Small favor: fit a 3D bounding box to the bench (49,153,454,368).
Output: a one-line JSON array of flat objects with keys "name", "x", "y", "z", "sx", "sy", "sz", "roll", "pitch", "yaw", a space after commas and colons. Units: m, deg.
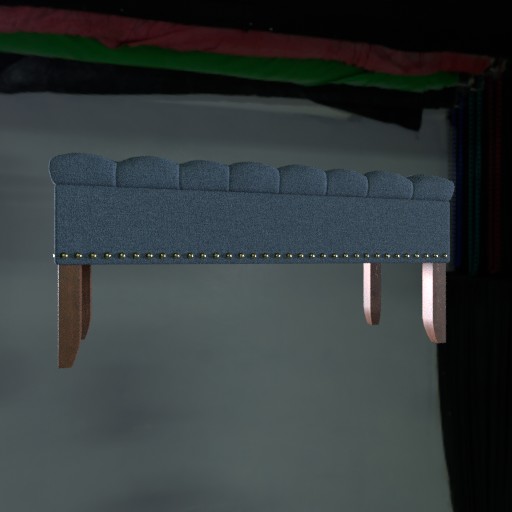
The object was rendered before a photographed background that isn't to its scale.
[{"name": "bench", "x": 0.000, "y": 0.000, "z": 1.291, "sx": 1.052, "sy": 0.492, "sz": 0.417, "roll": 0, "pitch": 0, "yaw": -17}]
